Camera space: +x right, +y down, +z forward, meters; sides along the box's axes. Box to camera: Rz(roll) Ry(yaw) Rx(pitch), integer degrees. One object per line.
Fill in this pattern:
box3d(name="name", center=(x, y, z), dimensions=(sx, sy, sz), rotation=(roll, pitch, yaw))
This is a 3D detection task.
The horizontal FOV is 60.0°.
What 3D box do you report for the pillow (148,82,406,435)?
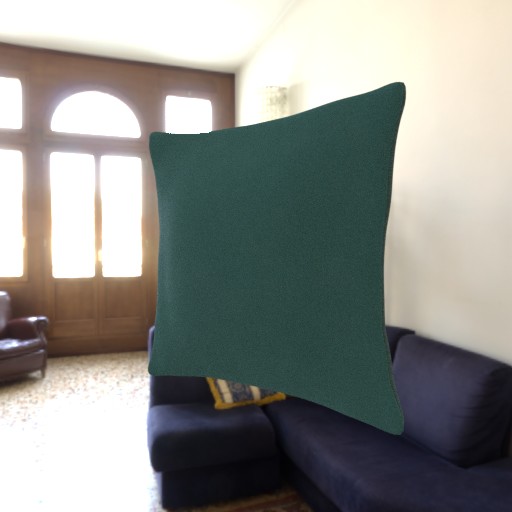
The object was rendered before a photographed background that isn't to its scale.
box3d(name="pillow", center=(0.000, 0.000, 0.644), dimensions=(0.433, 0.415, 0.151), rotation=(1, 2, 35))
